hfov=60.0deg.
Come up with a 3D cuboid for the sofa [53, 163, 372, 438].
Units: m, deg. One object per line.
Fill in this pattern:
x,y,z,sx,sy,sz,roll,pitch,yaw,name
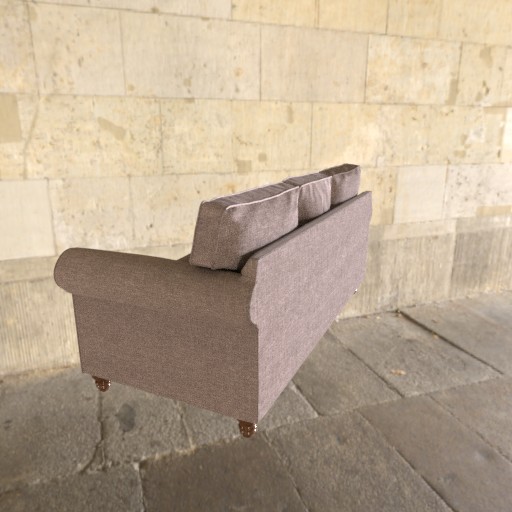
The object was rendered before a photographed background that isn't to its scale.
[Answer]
0.000,0.000,2.566,0.916,0.961,2.084,7,17,24,sofa
